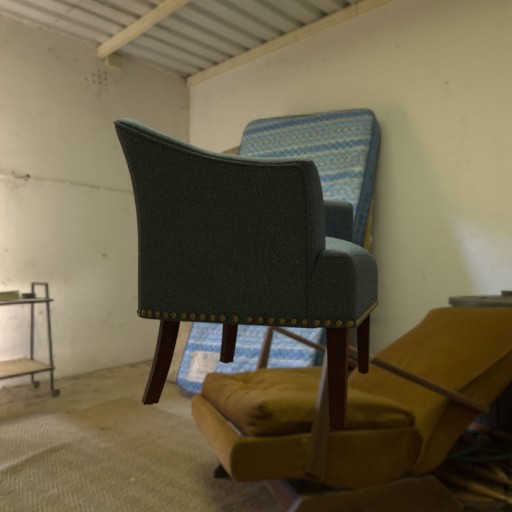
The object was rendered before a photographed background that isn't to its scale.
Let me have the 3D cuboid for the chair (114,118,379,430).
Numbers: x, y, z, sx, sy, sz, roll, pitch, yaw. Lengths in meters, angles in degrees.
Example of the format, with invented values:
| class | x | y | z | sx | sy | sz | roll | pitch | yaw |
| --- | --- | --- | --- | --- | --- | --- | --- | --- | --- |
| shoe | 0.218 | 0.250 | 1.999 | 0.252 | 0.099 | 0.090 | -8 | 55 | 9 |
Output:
| class | x | y | z | sx | sy | sz | roll | pitch | yaw |
| --- | --- | --- | --- | --- | --- | --- | --- | --- | --- |
| chair | 0.000 | 0.000 | 1.400 | 0.704 | 0.815 | 0.772 | 0 | -1 | 19 |
